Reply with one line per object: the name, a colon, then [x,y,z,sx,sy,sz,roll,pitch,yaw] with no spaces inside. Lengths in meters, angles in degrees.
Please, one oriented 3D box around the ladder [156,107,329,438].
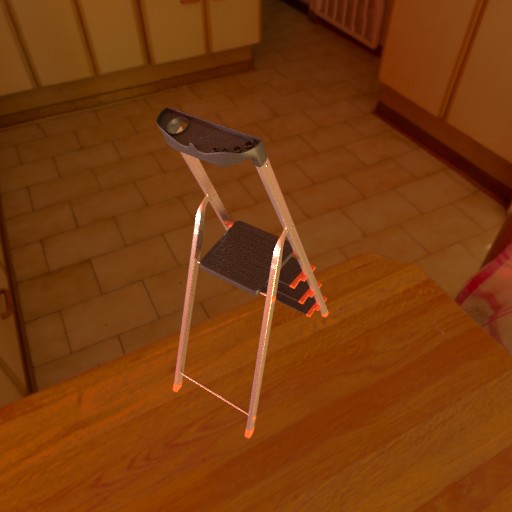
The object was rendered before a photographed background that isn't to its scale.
ladder: [0.000,0.000,1.823,0.452,1.429,0.834,25,51,21]
